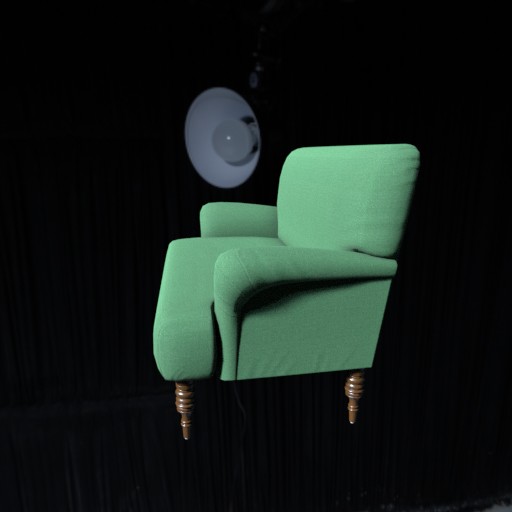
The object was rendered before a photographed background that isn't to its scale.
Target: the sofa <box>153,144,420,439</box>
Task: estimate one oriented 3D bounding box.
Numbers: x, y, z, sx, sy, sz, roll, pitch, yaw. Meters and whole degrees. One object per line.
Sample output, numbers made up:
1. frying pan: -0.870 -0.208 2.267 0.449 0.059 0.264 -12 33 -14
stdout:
1. sofa: 0.000 0.000 1.842 0.779 0.889 1.297 -2 13 -9
